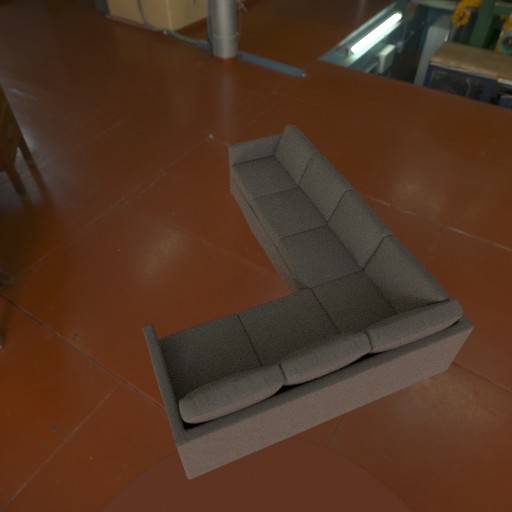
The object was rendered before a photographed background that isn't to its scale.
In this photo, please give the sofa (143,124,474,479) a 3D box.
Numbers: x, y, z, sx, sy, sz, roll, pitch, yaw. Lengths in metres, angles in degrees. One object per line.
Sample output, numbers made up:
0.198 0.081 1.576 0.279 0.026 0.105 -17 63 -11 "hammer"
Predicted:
0.000 0.000 4.338 2.432 0.871 3.182 -17 49 -15 "sofa"
